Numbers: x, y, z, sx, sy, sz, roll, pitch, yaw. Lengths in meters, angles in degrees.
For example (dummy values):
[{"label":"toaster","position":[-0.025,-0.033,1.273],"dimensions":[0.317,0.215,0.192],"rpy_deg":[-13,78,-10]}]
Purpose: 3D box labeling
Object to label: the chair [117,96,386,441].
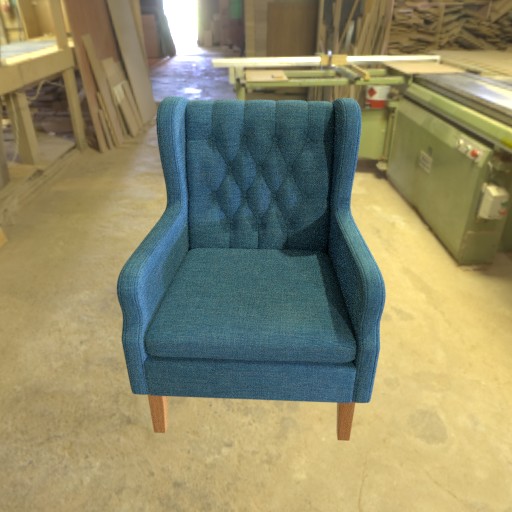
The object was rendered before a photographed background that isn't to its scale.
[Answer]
[{"label":"chair","position":[0.000,0.000,1.513],"dimensions":[0.711,0.952,0.775],"rpy_deg":[1,30,2]}]
